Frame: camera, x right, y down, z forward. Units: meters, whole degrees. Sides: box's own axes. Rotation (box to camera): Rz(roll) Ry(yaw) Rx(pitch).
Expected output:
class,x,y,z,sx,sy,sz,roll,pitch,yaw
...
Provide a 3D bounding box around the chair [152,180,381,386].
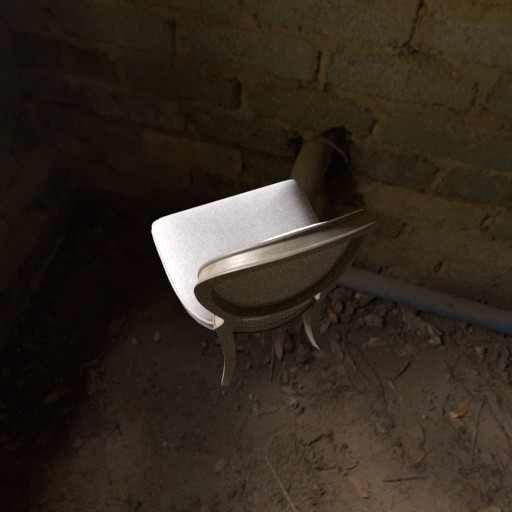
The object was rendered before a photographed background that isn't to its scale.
class,x,y,z,sx,sy,sz,roll,pitch,yaw
chair,0.000,0.000,1.355,0.558,0.990,0.602,-18,60,-11
